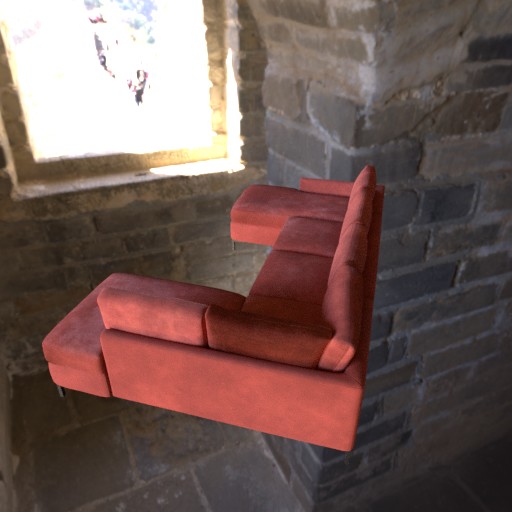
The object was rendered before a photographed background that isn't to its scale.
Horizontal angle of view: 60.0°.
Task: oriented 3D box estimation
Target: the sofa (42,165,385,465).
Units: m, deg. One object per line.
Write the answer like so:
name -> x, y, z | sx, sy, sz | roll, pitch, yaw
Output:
sofa -> 0.000, 0.000, 3.746 | 1.981, 0.858, 2.971 | 8, 31, 14
